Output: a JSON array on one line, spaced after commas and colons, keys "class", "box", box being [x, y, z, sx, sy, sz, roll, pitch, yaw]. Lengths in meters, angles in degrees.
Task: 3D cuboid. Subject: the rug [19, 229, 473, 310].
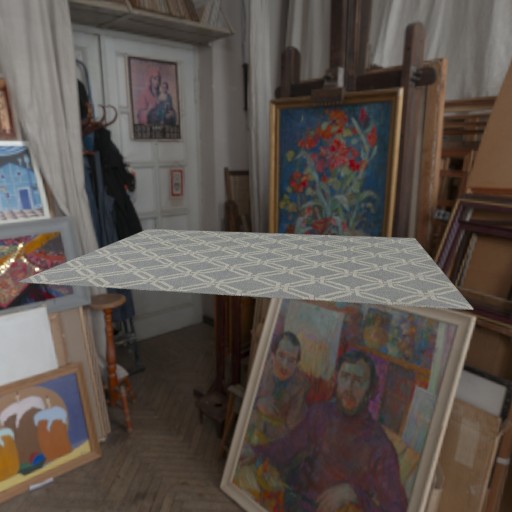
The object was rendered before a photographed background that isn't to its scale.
[{"class": "rug", "box": [0.000, 0.000, 4.366, 3.353, 0.013, 2.438, 3, 14, 10]}]
